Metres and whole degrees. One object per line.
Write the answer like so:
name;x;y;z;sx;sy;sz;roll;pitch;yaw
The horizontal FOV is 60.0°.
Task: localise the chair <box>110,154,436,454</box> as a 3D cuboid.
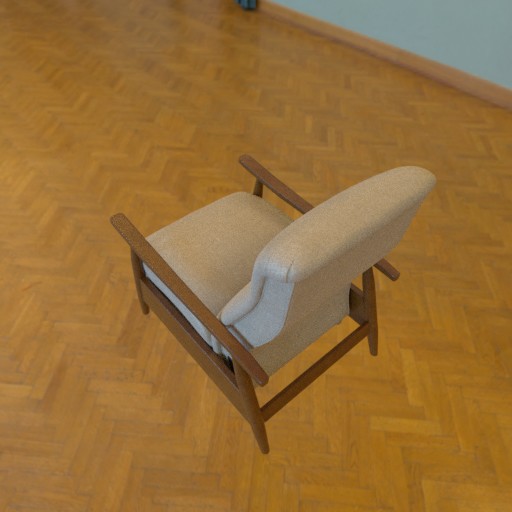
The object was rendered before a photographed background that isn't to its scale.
chair;0.000;0.000;1.835;0.762;1.082;1.030;-32;53;-27
